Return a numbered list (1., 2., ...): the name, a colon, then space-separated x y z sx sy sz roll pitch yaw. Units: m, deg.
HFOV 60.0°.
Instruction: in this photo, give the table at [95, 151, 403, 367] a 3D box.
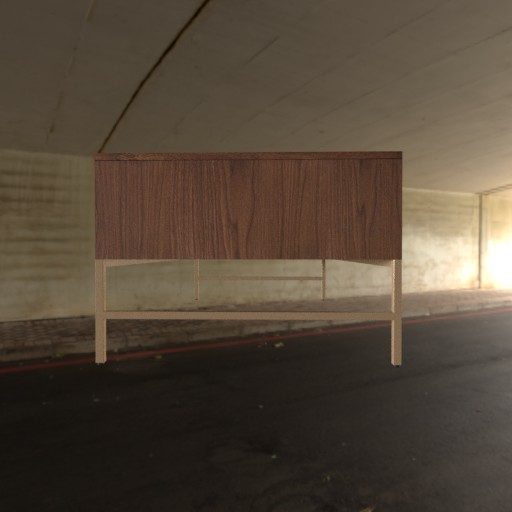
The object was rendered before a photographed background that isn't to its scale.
1. table: 0.000 0.000 1.915 0.789 0.551 1.553 0 1 2
